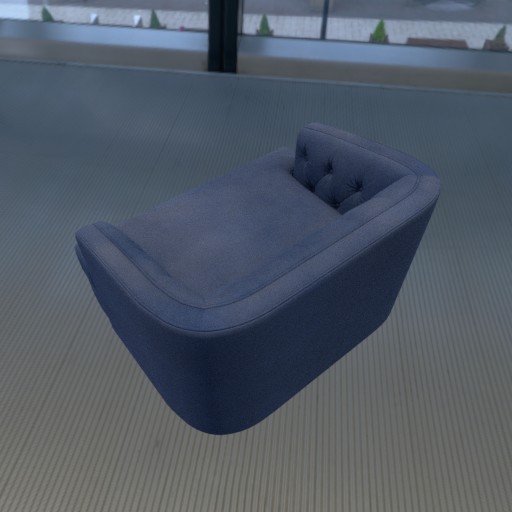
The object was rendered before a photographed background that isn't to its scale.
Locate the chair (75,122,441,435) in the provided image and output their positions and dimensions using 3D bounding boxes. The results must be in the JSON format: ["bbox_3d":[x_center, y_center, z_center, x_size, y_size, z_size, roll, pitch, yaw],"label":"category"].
[{"bbox_3d":[0.000,0.000,1.743,1.118,0.787,0.914,-30,54,-26],"label":"chair"}]
